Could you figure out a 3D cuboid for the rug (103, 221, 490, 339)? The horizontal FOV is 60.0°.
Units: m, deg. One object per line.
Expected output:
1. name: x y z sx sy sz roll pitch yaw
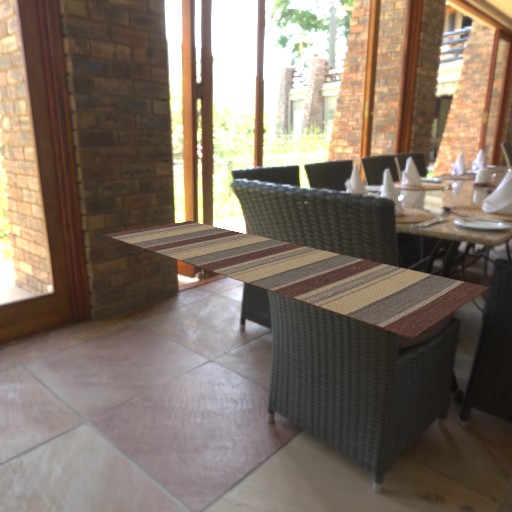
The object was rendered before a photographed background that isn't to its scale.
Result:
1. rug: 0.000 0.000 2.724 0.792 0.006 2.437 -15 21 -43
